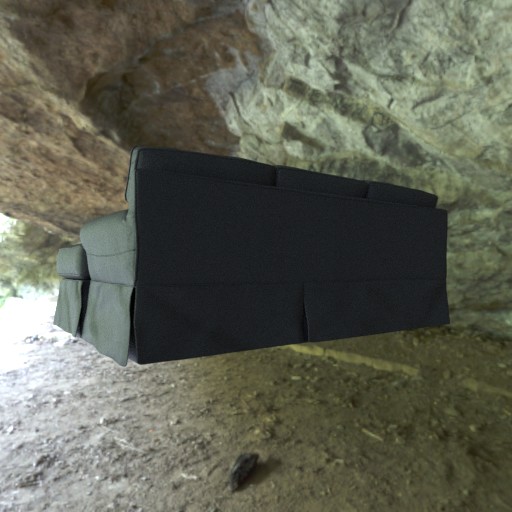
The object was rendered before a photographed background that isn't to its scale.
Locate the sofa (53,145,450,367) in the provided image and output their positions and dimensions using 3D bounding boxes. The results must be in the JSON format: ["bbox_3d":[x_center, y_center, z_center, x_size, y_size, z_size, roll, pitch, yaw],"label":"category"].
[{"bbox_3d":[0.000,0.000,3.291,2.518,1.039,1.637,1,-2,-36],"label":"sofa"}]
